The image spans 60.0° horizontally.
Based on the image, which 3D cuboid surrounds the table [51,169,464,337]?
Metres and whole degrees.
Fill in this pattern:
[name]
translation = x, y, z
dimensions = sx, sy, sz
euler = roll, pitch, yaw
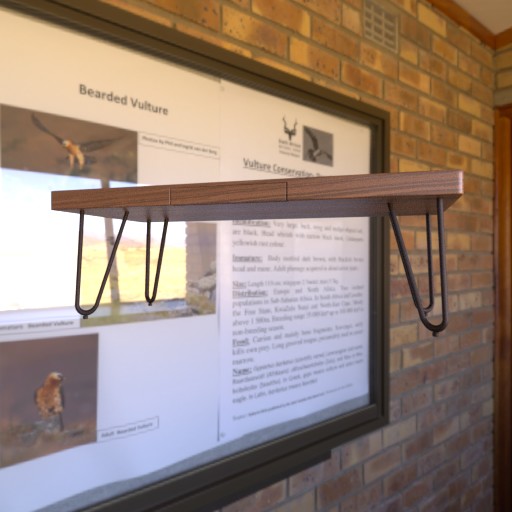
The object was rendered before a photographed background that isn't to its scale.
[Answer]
[table]
translation = 0.000, 0.000, 1.697
dimensions = 1.375, 0.468, 0.637
euler = 0, 0, 17
